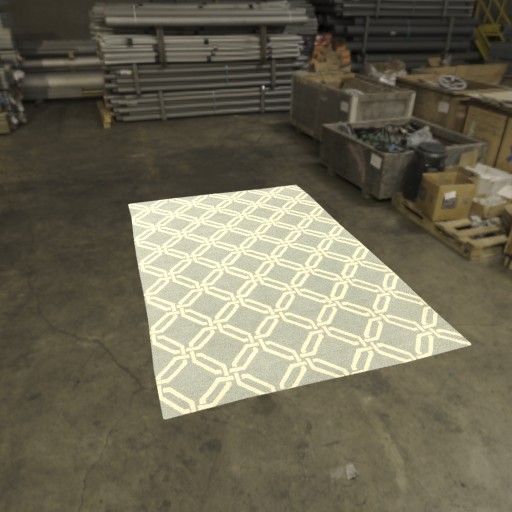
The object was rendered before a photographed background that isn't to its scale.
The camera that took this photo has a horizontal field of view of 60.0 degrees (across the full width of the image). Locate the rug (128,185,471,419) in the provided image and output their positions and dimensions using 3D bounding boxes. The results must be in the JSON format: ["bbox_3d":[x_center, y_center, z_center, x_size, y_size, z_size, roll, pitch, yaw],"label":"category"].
[{"bbox_3d":[0.000,0.000,2.220,1.148,0.010,1.754,-9,31,-15],"label":"rug"}]
